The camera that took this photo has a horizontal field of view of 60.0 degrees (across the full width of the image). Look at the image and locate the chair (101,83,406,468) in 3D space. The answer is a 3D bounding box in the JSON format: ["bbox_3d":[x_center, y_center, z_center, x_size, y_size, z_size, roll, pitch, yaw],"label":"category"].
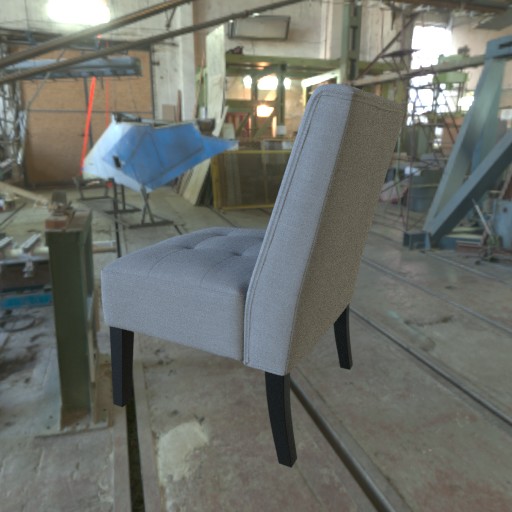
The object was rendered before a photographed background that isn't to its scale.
[{"bbox_3d":[0.000,0.000,1.264,0.676,0.853,0.569,8,17,26],"label":"chair"}]
